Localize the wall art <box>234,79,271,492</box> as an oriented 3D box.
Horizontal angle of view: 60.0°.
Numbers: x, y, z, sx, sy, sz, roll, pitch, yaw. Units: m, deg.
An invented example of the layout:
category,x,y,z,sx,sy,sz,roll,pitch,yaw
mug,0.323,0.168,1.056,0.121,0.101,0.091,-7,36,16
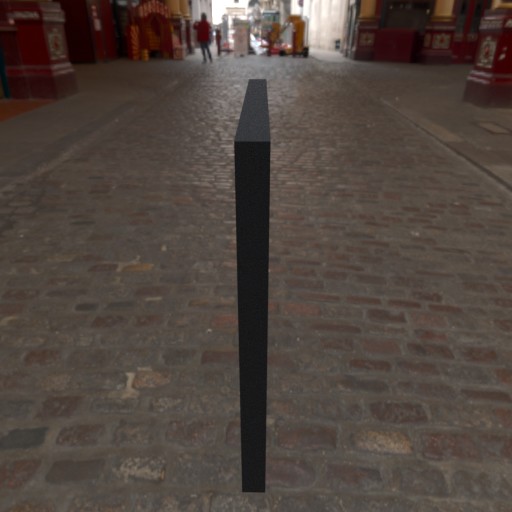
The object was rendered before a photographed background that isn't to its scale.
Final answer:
category,x,y,z,sx,sy,sz,roll,pitch,yaw
wall art,0.000,0.000,0.679,0.030,0.458,0.462,0,28,1
